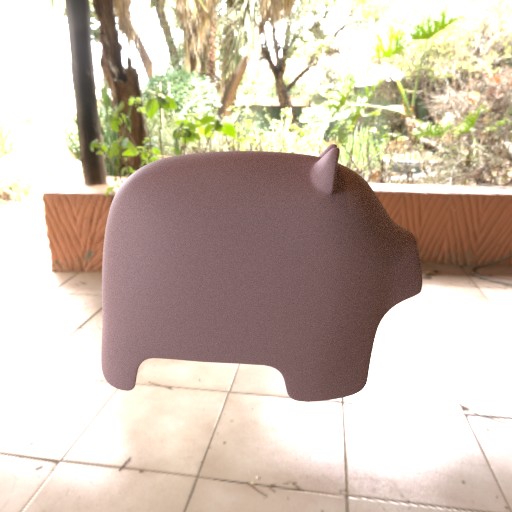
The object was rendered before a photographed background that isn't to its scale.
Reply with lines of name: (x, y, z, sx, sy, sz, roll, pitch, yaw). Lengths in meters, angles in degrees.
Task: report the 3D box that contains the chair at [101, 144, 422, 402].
chair: (0.000, 0.000, 0.872, 0.619, 0.423, 0.364, 2, 17, 8)
